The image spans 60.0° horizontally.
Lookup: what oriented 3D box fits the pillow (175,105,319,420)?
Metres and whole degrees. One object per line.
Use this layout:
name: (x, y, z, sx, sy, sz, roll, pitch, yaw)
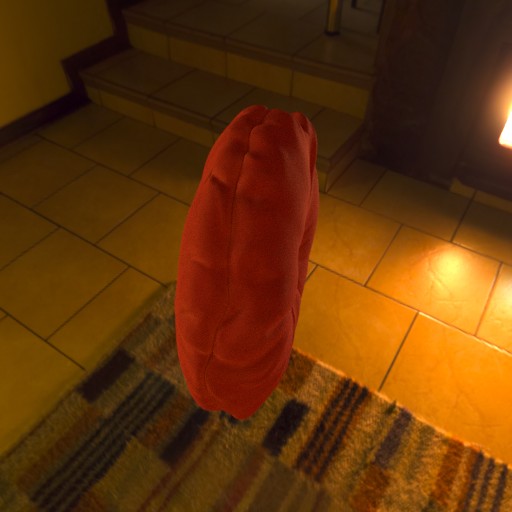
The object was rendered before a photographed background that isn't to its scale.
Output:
pillow: (0.000, 0.000, 0.635, 0.148, 0.407, 0.428, 10, 48, 9)
